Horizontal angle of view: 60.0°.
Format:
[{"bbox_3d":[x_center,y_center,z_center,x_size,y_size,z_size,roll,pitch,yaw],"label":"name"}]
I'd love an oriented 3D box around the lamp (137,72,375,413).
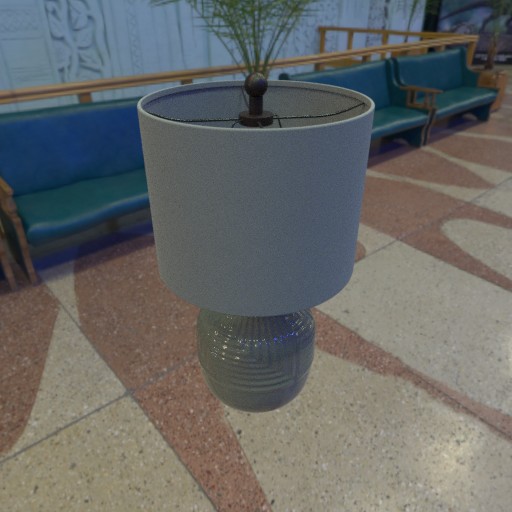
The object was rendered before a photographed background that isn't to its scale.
[{"bbox_3d":[0.000,0.000,0.734,0.318,0.567,0.318,0,31,0],"label":"lamp"}]
